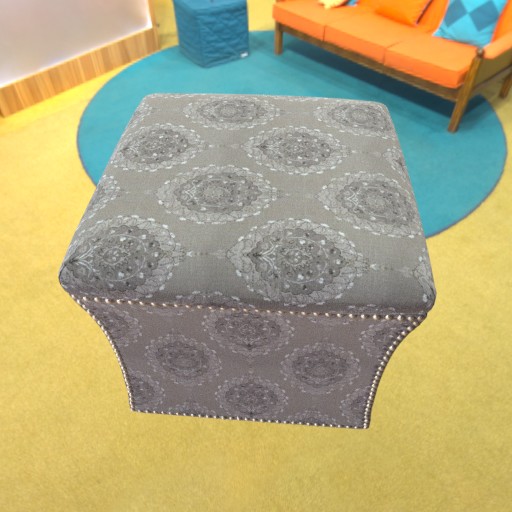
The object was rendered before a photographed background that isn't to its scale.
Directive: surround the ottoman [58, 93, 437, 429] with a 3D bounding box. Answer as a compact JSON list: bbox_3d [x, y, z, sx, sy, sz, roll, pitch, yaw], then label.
[{"bbox_3d":[0.000,0.000,0.865,0.507,0.473,0.497,3,47,3],"label":"ottoman"}]
